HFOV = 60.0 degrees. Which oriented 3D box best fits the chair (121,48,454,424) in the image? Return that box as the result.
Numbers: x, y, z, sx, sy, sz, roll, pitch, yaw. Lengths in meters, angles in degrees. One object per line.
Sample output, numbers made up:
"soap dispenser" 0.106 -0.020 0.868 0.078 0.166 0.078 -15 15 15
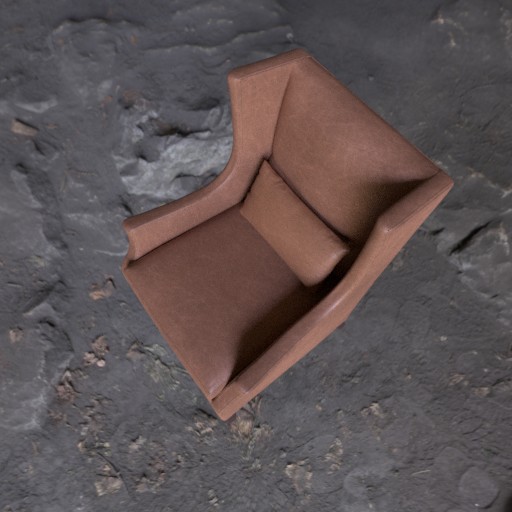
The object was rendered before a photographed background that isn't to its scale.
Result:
"chair" 0.000 0.000 1.722 0.913 1.088 0.815 -34 69 -15
